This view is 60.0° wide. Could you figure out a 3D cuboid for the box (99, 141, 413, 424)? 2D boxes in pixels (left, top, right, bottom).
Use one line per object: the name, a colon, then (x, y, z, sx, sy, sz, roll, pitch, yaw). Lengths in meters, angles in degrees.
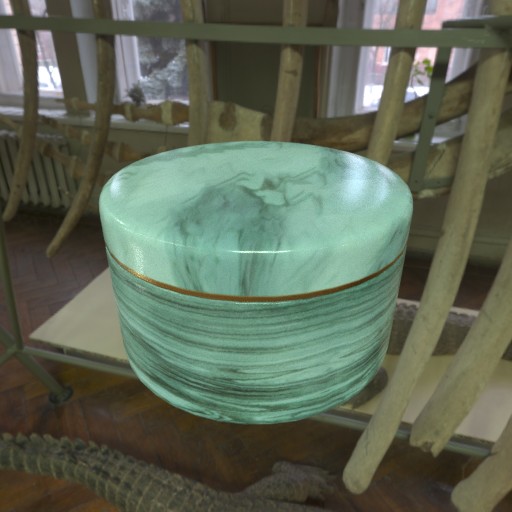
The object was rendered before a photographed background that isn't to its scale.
box: (0.000, 0.000, 0.162, 0.101, 0.063, 0.101, 0, 29, 0)
